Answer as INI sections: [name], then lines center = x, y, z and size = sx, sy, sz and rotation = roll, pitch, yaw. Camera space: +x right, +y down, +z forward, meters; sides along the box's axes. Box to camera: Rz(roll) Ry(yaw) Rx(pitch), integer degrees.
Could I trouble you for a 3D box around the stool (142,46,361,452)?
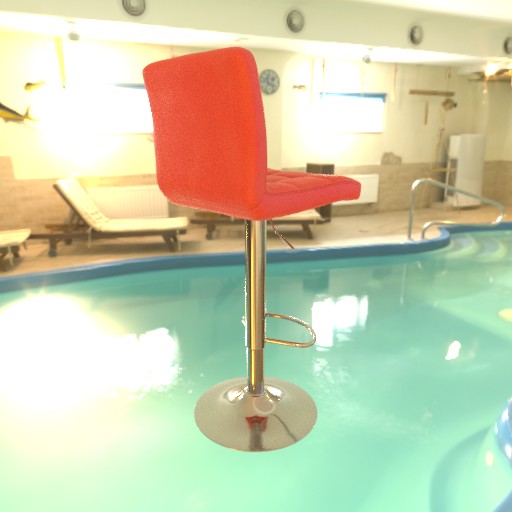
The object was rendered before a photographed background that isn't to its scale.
[stool]
center = 0.000, 0.000, 1.386
size = 0.505, 1.115, 0.430
rotation = -15, 22, -42
